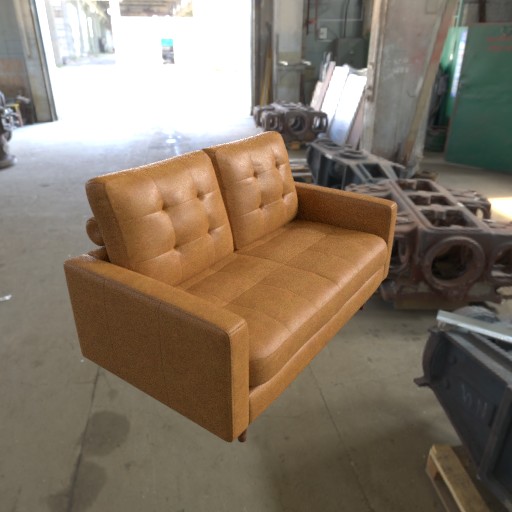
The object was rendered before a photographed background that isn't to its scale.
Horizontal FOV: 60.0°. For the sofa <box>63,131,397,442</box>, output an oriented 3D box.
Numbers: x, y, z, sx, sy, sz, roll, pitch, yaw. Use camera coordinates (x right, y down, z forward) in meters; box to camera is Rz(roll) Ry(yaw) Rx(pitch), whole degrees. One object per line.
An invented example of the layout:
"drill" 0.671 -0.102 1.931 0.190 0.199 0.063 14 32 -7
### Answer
"sofa" 0.000 0.000 2.020 0.868 0.898 1.430 17 30 31
